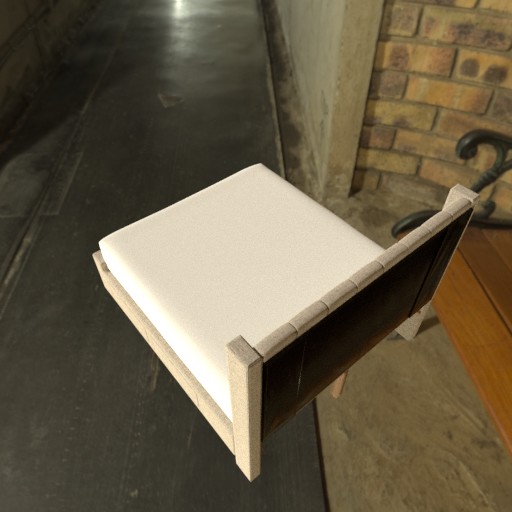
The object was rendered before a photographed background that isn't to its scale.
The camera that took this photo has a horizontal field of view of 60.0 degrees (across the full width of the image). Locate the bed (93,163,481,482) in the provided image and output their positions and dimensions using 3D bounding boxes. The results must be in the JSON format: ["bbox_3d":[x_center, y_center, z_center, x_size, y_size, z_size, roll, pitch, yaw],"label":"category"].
[{"bbox_3d":[0.000,0.000,3.799,2.044,1.748,2.372,-31,54,-26],"label":"bed"}]
